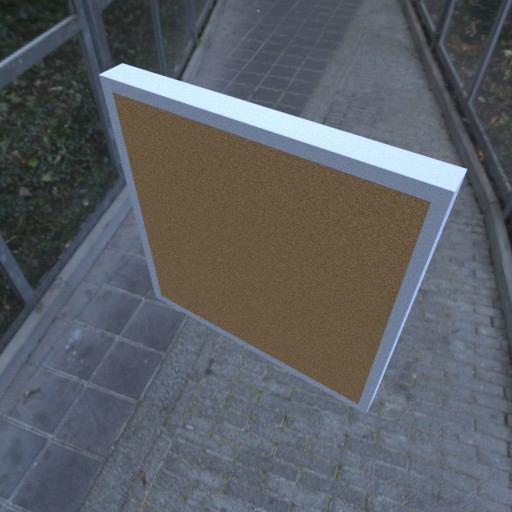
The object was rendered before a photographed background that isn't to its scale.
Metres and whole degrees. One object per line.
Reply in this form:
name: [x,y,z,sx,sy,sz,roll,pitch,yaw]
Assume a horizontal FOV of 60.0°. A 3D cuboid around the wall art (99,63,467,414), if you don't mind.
wall art: [0.000,0.000,0.591,0.406,0.406,0.038,25,51,22]
